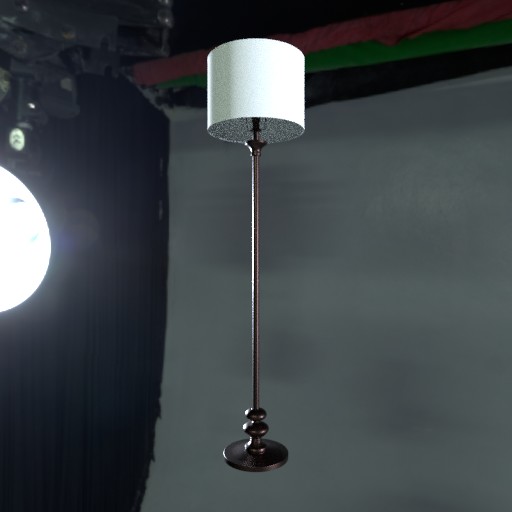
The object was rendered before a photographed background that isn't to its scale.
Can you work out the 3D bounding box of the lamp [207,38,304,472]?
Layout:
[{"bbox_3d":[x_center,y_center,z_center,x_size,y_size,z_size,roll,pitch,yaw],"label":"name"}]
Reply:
[{"bbox_3d":[0.000,0.000,1.642,0.356,1.487,0.356,0,0,18],"label":"lamp"}]
